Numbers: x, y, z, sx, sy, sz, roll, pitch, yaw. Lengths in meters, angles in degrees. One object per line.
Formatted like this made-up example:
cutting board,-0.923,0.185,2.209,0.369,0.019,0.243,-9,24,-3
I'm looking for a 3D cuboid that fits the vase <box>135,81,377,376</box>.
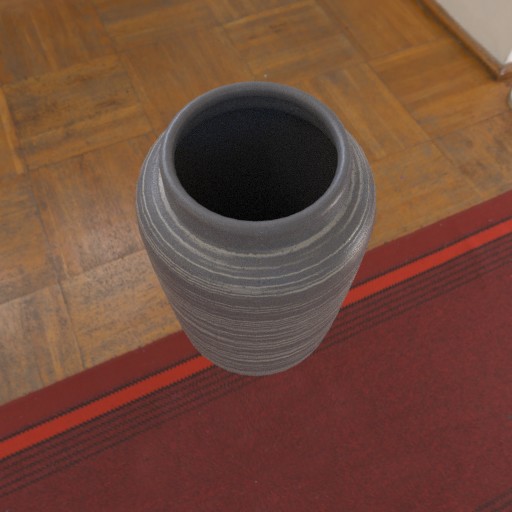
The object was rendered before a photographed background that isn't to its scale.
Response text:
vase,0.000,0.000,0.684,0.297,0.499,0.297,0,63,0
